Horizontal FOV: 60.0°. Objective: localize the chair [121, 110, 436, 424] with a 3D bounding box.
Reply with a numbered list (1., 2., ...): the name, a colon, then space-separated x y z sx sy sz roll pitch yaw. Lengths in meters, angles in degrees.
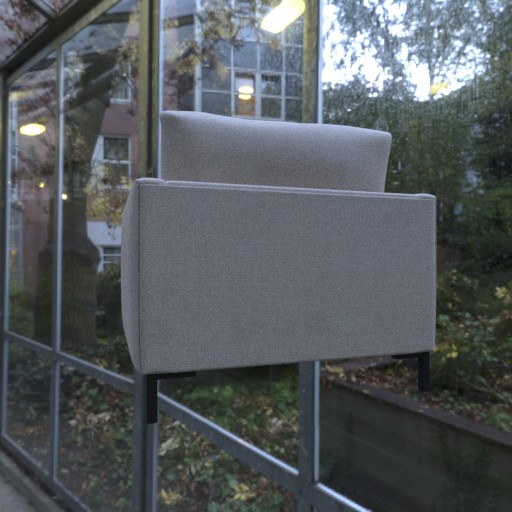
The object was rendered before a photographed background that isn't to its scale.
1. chair: 0.000 0.000 1.662 0.963 0.861 0.866 0 -1 -19
